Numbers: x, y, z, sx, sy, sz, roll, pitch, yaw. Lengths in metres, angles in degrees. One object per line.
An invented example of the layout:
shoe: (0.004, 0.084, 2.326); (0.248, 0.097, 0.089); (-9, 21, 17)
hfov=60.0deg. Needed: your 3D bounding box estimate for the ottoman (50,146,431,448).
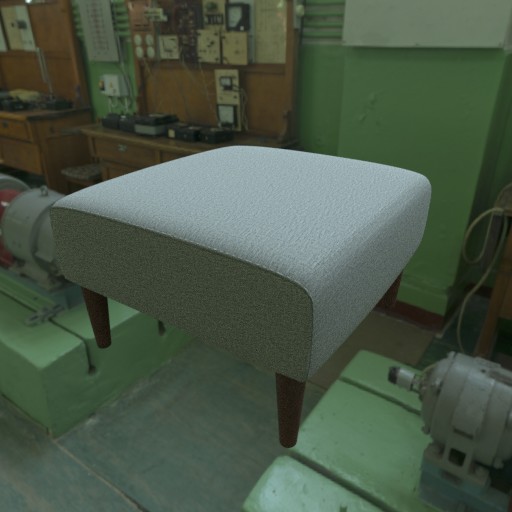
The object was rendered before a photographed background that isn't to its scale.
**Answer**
ottoman: (0.000, 0.000, 1.067); (0.649, 0.398, 0.650); (16, 31, 30)
